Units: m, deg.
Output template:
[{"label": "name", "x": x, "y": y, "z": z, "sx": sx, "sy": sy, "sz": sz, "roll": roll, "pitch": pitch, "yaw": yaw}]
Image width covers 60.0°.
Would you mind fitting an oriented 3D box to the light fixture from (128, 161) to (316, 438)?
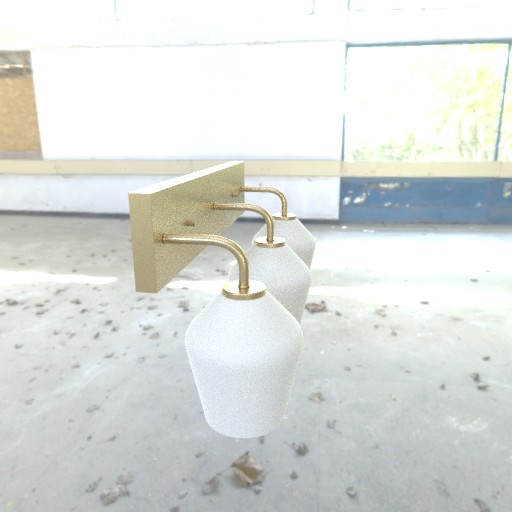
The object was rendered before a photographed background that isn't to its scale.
[{"label": "light fixture", "x": 0.000, "y": 0.000, "z": 0.750, "sx": 0.190, "sy": 0.280, "sz": 0.609, "roll": 3, "pitch": 16, "yaw": 9}]
